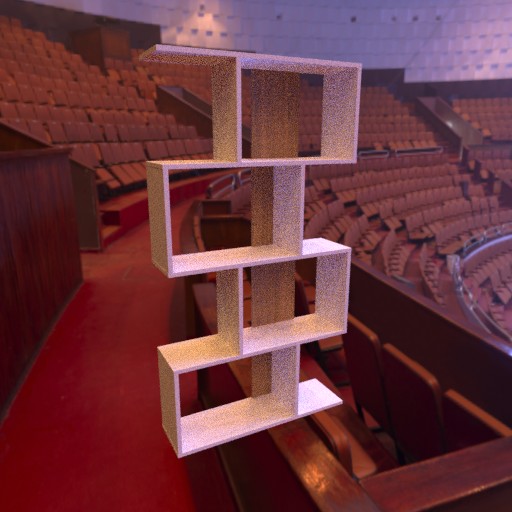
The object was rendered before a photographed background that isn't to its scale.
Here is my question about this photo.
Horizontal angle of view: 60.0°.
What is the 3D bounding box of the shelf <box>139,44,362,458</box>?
[{"bbox_3d":[0.000,0.000,2.015,0.890,1.650,0.250,-8,17,-26],"label":"shelf"}]
